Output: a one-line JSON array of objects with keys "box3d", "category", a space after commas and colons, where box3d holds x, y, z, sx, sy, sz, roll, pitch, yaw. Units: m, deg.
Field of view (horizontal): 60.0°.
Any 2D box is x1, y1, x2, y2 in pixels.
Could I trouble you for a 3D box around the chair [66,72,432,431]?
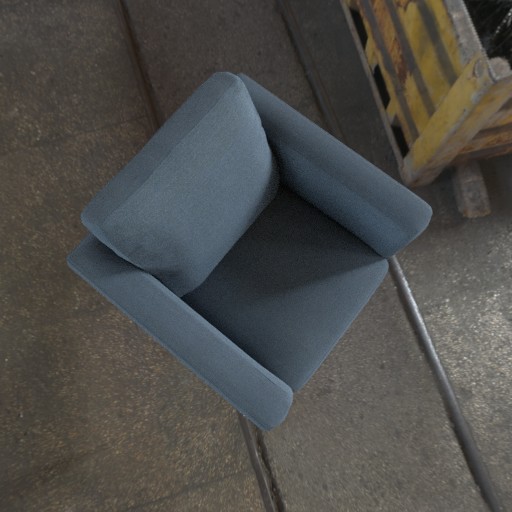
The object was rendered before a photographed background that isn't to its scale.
[{"box3d": [0.000, 0.000, 1.571, 0.820, 0.922, 0.855, 38, 79, 9], "category": "chair"}]
